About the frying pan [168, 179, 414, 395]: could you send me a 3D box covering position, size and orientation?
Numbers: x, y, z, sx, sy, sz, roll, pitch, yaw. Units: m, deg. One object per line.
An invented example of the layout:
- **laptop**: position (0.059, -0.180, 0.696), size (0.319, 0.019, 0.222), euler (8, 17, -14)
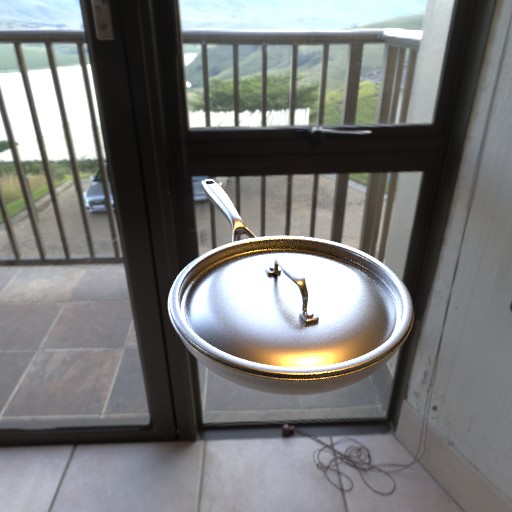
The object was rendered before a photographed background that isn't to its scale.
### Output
- **frying pan**: position (0.000, 0.000, 0.599), size (0.272, 0.086, 0.490), euler (-10, 31, -18)
